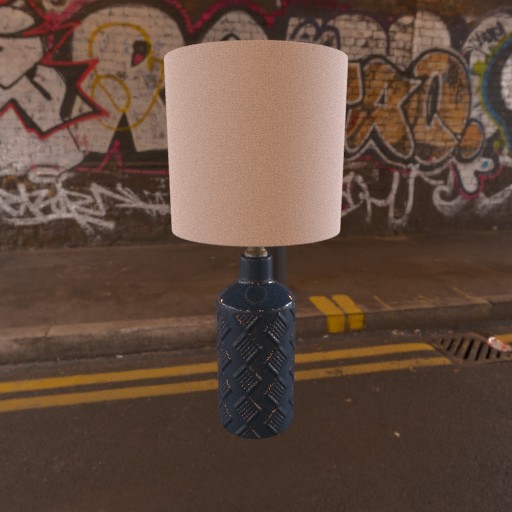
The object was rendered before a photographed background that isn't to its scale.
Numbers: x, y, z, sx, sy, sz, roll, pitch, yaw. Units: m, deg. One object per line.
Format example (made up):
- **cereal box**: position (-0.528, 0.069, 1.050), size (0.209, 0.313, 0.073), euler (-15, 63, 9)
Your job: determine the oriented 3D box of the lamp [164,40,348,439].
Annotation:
- **lamp**: position (0.000, 0.000, 0.563), size (0.207, 0.461, 0.207), euler (7, 16, 26)
